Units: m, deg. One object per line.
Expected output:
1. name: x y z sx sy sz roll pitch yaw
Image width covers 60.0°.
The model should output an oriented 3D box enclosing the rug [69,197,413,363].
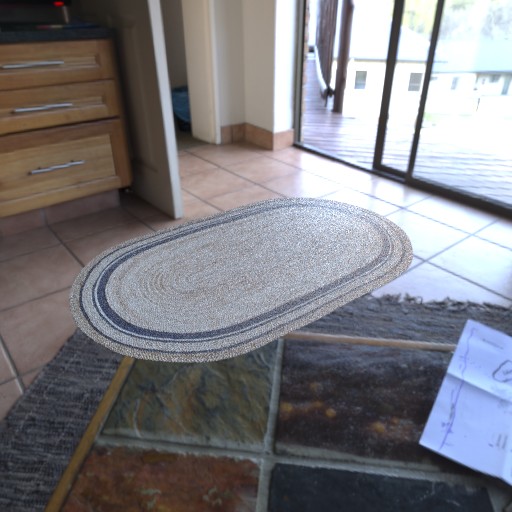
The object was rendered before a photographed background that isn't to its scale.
1. rug: 0.000 0.000 3.024 2.432 0.006 1.520 -21 36 -32
